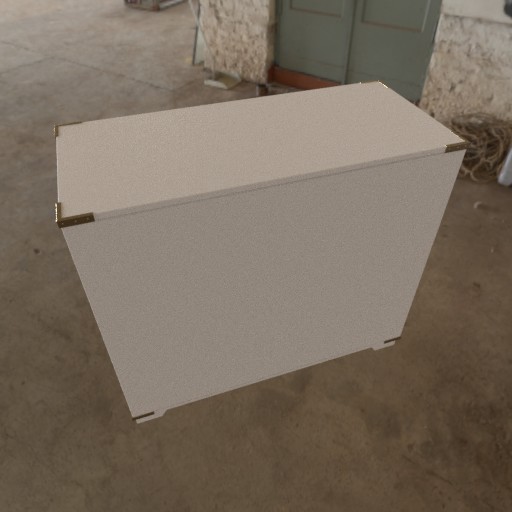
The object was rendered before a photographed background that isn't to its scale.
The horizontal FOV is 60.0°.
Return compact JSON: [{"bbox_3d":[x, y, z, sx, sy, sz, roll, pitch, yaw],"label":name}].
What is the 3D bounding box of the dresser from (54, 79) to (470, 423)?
[{"bbox_3d":[0.000,0.000,1.490,1.022,0.891,0.460,-13,44,-14],"label":"dresser"}]
